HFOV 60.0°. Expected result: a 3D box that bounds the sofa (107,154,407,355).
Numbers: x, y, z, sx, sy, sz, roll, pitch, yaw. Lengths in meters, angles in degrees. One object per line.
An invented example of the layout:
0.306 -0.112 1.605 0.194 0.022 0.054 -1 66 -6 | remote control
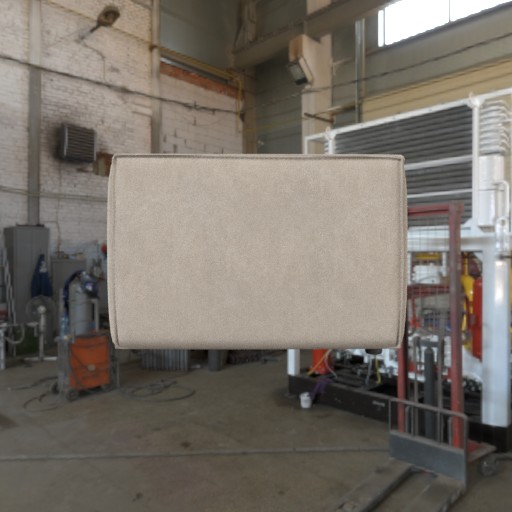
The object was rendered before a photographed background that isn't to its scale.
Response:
0.000 0.000 2.429 1.038 0.680 1.995 0 0 0 | sofa
